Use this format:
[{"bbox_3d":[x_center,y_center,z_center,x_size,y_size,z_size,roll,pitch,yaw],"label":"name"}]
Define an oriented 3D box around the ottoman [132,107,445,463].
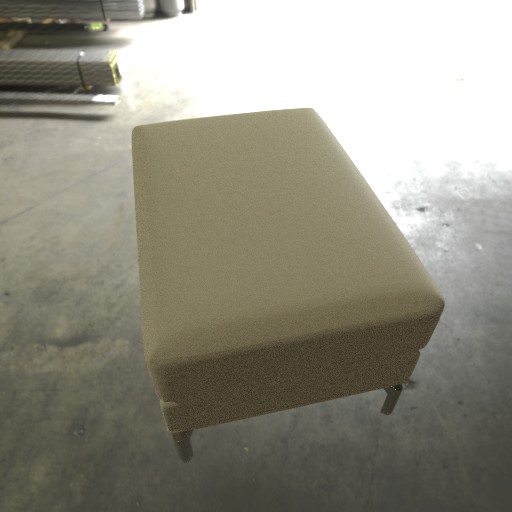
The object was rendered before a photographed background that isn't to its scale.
[{"bbox_3d":[0.000,0.000,1.215,0.581,0.497,0.835,-9,45,-9],"label":"ottoman"}]
